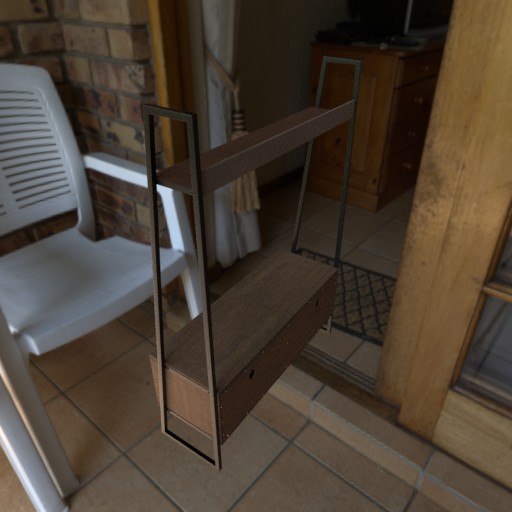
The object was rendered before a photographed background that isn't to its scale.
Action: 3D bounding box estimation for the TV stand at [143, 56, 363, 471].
[{"bbox_3d":[0.000,0.000,2.297,0.432,1.772,1.250,20,37,29],"label":"TV stand"}]
